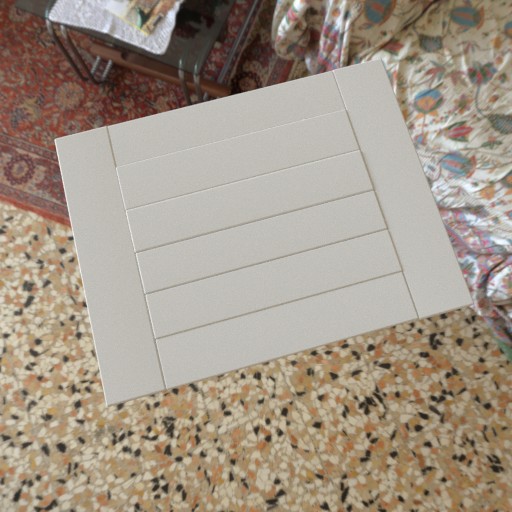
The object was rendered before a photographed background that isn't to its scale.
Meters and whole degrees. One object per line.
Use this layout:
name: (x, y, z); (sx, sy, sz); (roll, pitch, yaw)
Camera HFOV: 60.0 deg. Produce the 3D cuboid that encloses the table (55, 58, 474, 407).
table: (0.000, 0.000, 1.032); (0.599, 0.605, 0.463); (-15, 78, -3)
